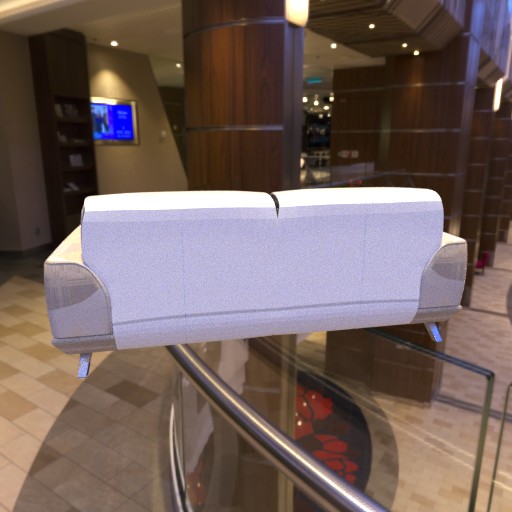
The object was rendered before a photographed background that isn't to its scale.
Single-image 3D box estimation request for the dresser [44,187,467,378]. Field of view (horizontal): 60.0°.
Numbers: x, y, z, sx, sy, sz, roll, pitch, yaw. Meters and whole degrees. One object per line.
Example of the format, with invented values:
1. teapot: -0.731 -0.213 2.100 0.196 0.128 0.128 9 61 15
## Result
1. dresser: 0.000 0.000 5.799 4.679 1.863 2.251 -3 15 -12
